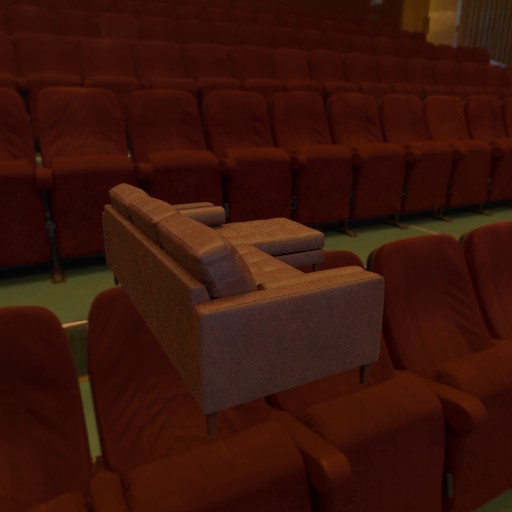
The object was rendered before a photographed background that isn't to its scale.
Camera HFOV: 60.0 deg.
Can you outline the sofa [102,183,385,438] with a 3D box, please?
[{"bbox_3d":[0.000,0.000,2.967,1.613,0.841,2.185,-9,19,-26],"label":"sofa"}]
